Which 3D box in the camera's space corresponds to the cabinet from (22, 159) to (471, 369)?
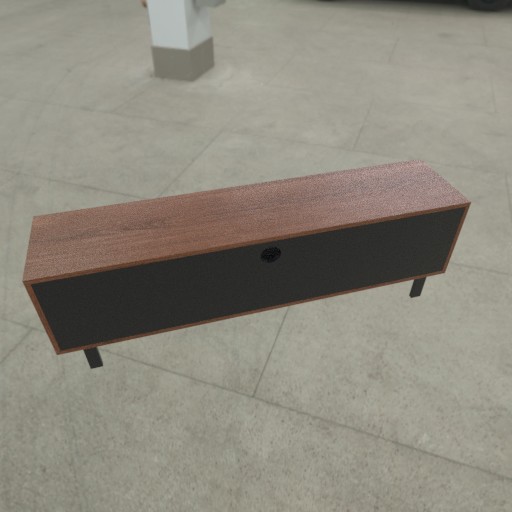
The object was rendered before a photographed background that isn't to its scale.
[{"bbox_3d":[0.000,0.000,1.881,1.650,0.500,0.400,-10,41,-12],"label":"cabinet"}]
